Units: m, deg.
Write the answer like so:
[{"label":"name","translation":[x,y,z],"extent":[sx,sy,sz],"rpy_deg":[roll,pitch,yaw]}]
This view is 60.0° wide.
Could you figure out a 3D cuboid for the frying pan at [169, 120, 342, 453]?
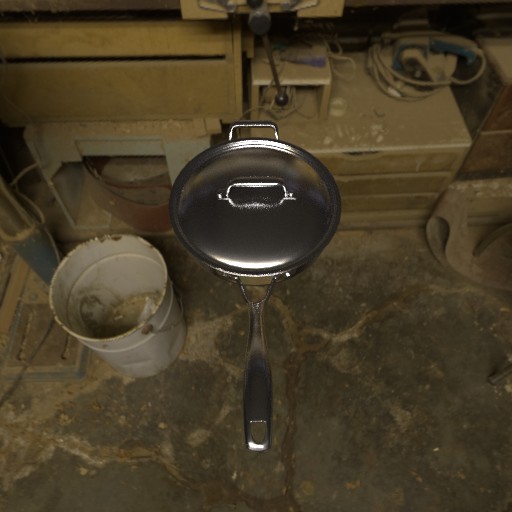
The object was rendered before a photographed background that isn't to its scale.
[{"label":"frying pan","translation":[0.000,0.000,0.673],"extent":[0.280,0.114,0.561],"rpy_deg":[-1,59,0]}]
